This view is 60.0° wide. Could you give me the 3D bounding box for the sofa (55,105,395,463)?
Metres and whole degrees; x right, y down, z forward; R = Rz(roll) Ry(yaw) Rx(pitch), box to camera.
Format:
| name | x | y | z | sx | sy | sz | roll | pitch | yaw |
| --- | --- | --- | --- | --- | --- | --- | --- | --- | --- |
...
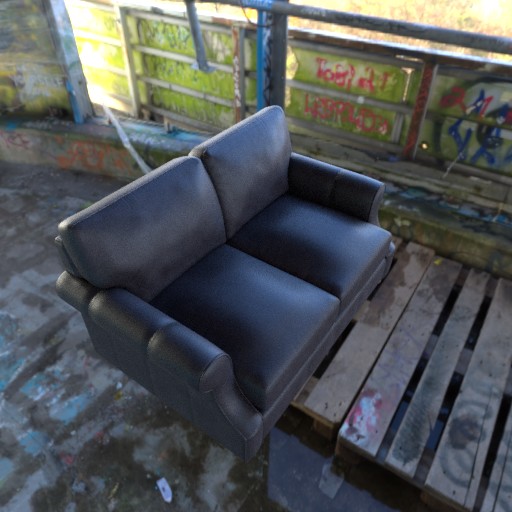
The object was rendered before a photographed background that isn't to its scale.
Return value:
| name | x | y | z | sx | sy | sz | roll | pitch | yaw |
| --- | --- | --- | --- | --- | --- | --- | --- | --- | --- |
| sofa | 0.000 | 0.000 | 2.332 | 1.030 | 0.979 | 1.663 | 25 | 46 | 26 |
